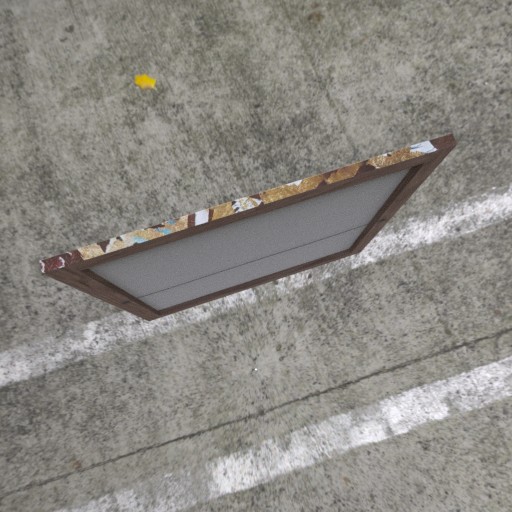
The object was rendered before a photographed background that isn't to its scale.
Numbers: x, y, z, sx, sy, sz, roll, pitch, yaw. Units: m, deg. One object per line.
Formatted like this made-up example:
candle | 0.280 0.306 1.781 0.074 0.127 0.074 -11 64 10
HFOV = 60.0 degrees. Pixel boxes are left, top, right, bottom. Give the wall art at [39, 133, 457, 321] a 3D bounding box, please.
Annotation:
wall art | 0.000 0.000 1.137 0.757 0.762 0.028 -18 76 -4
